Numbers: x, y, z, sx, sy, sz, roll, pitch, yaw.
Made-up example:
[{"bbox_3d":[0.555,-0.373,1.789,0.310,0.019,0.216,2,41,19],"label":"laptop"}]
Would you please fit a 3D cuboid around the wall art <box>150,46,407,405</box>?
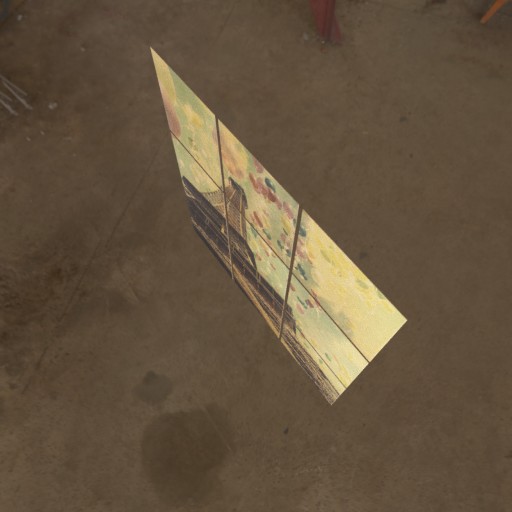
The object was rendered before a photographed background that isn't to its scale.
[{"bbox_3d":[0.000,0.000,2.268,0.002,1.505,1.517,-33,67,-16],"label":"wall art"}]
